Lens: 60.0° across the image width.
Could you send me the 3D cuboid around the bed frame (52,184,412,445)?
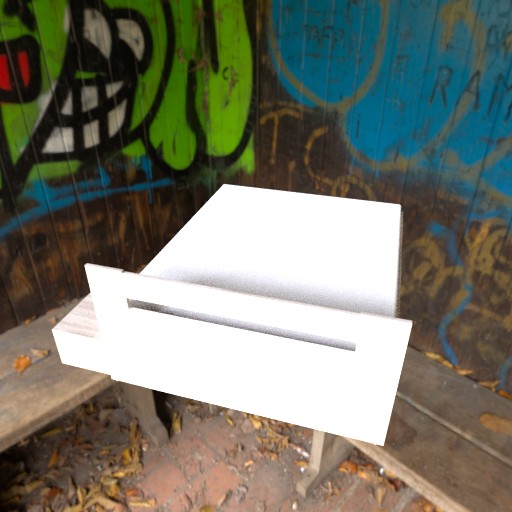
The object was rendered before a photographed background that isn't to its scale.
[{"bbox_3d":[0.000,0.000,3.251,2.040,0.860,2.050,9,32,14],"label":"bed frame"}]
